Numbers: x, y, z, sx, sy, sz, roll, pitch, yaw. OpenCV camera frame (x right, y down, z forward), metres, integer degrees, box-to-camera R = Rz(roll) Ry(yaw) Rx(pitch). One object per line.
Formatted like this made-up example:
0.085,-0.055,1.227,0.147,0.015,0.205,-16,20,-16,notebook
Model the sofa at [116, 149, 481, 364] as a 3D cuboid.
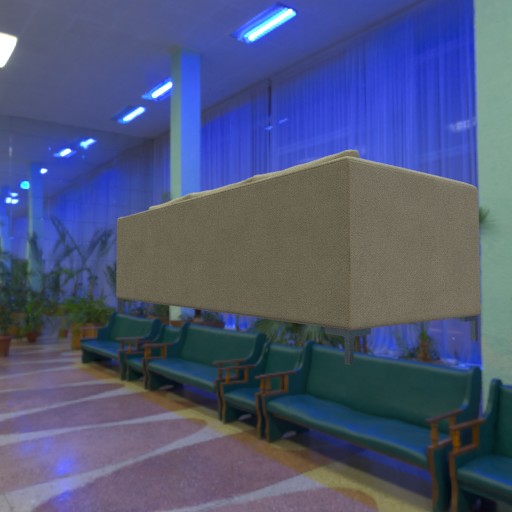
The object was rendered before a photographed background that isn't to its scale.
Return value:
0.000,0.000,2.845,0.969,0.867,2.415,1,-2,-37,sofa
